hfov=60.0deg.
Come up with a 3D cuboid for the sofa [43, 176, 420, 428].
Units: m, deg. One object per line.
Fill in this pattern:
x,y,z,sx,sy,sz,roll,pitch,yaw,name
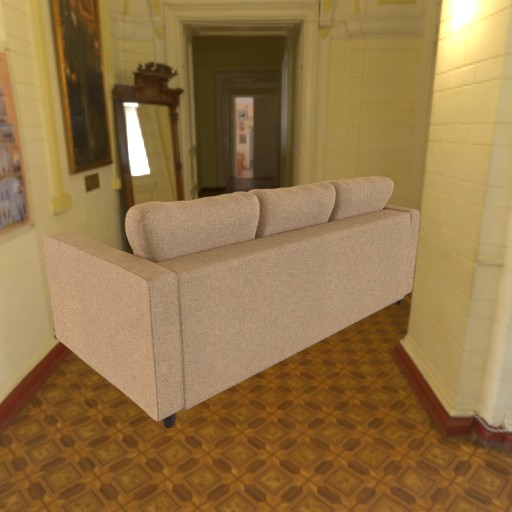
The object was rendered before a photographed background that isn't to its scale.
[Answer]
0.000,0.000,2.385,1.855,0.800,0.930,-15,22,-42,sofa
